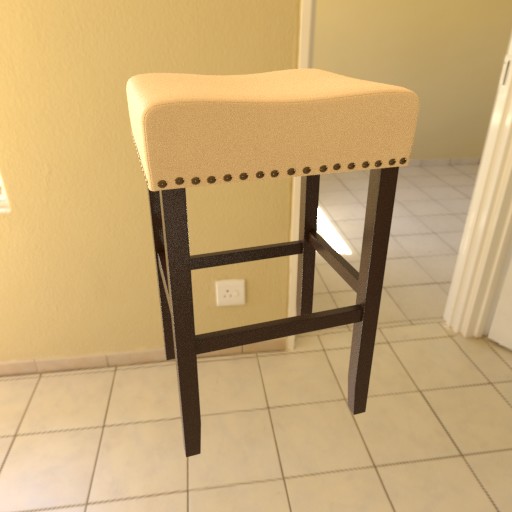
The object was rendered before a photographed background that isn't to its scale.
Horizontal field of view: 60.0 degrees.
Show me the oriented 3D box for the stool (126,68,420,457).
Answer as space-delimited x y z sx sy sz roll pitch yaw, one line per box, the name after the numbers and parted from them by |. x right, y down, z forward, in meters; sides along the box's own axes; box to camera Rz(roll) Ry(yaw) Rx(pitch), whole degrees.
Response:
0.000 0.000 1.021 0.471 0.762 0.401 -8 29 -15 | stool
